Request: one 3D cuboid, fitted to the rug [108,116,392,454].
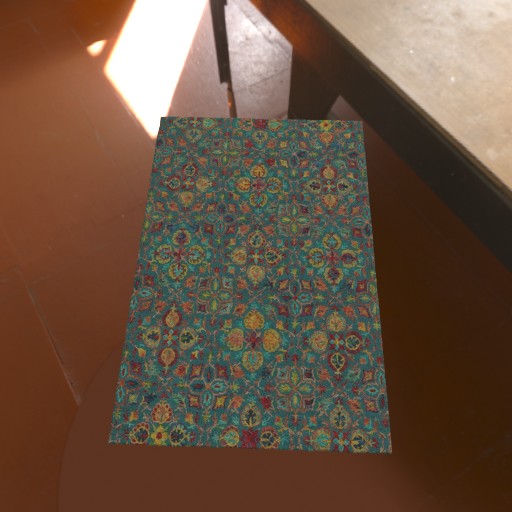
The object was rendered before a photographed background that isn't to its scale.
[{"bbox_3d":[0.000,0.000,2.863,1.527,0.016,2.290,2,65,1],"label":"rug"}]
